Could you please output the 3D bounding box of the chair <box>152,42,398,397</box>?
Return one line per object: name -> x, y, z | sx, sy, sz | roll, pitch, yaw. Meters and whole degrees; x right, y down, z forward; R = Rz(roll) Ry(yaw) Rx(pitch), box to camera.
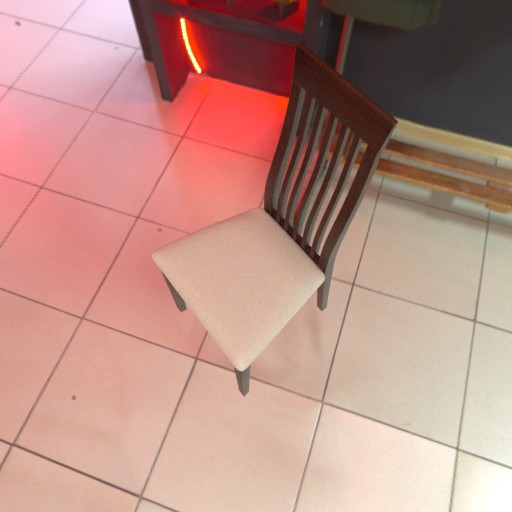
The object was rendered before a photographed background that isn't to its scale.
chair -> 0.000, 0.000, 1.294 | 0.474, 1.027, 0.460 | -35, 68, -16
